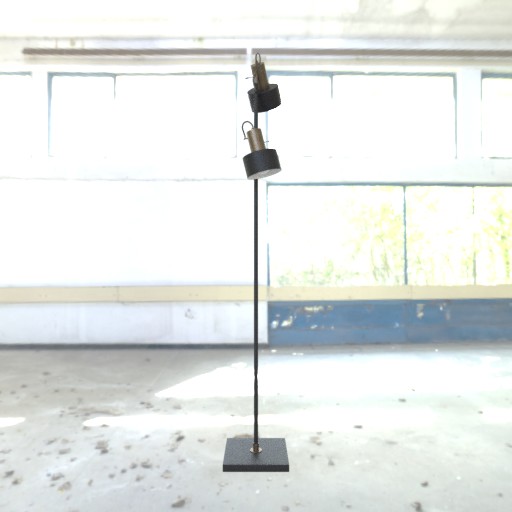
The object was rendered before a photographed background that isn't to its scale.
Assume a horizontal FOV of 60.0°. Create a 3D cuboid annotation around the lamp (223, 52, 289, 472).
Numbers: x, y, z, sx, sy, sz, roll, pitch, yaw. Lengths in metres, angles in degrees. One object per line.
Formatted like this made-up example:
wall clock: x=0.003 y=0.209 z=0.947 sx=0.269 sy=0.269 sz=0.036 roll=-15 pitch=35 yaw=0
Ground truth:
lamp: x=0.000 y=0.000 z=1.655 sx=0.233 sy=1.505 sz=0.315 roll=0 pitch=0 yaw=0
